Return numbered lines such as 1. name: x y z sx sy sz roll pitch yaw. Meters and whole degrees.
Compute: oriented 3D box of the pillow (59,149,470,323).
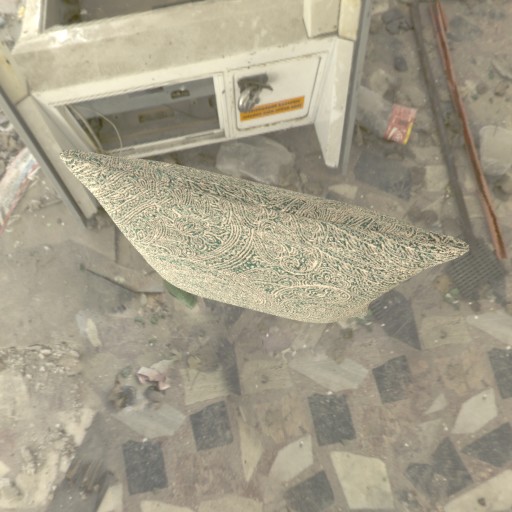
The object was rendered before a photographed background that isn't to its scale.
1. pillow: 0.000 0.000 0.788 0.526 0.507 0.166 14 75 4
